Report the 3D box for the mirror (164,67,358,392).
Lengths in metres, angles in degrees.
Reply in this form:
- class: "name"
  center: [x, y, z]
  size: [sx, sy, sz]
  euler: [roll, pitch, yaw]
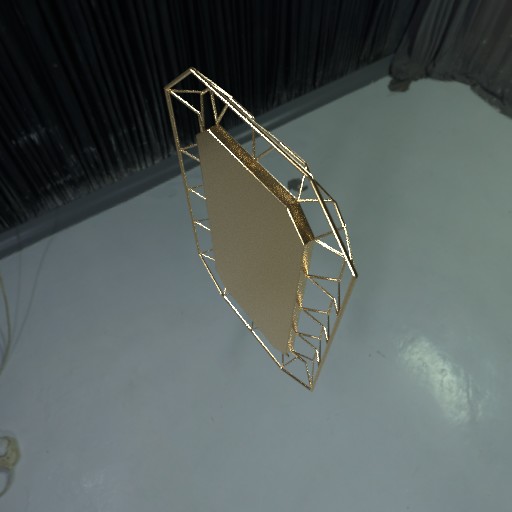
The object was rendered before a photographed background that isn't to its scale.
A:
- class: "mirror"
  center: [0.000, 0.000, 1.079]
  size: [0.051, 0.870, 0.572]
  euler: [-33, 63, -19]
